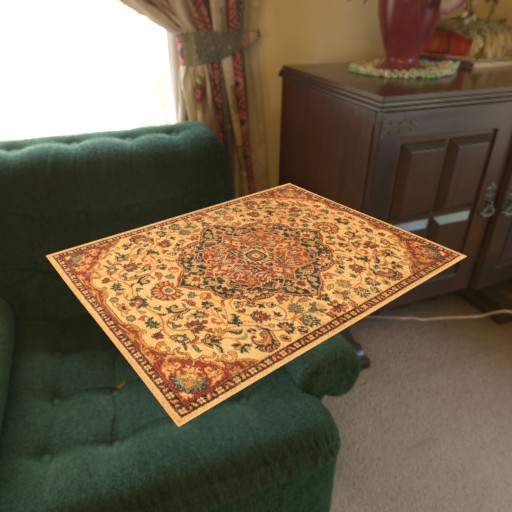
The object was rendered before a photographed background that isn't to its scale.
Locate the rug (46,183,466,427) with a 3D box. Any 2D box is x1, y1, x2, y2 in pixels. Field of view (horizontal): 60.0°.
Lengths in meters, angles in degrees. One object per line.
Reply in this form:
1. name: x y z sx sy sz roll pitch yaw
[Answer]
1. rug: 0.000 0.000 4.127 3.067 0.005 2.454 -22 36 -33
